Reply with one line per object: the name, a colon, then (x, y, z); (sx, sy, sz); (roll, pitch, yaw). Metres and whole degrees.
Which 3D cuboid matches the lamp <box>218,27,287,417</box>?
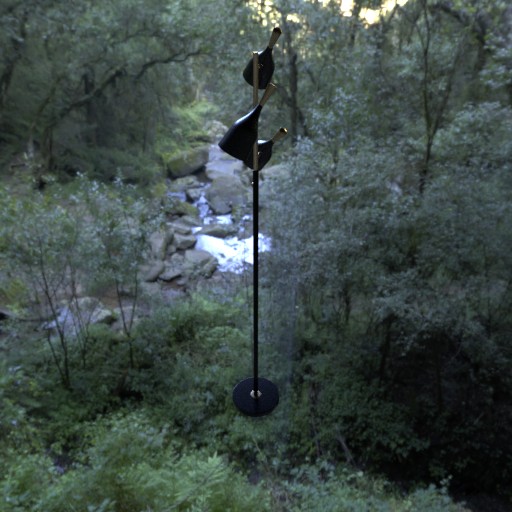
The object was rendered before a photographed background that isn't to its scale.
lamp: (0.000, 0.000, 1.932); (0.253, 1.778, 0.434); (8, 32, 13)
